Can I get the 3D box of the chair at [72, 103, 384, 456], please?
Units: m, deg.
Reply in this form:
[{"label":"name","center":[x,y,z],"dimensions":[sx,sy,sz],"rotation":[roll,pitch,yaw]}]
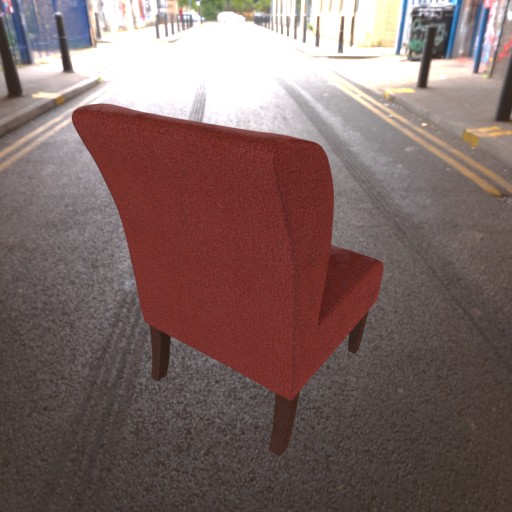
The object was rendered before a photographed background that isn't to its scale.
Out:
[{"label":"chair","center":[0.000,0.000,1.229],"dimensions":[0.538,0.846,0.640],"rotation":[20,35,31]}]
